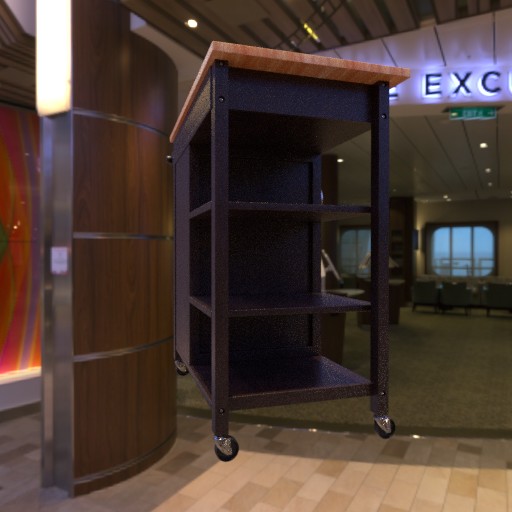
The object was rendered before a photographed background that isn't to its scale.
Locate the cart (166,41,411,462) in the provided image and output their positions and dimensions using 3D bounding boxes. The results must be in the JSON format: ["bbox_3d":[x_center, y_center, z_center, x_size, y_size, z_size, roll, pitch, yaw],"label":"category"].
[{"bbox_3d":[0.000,0.000,1.403,0.472,0.878,0.914,0,1,-17],"label":"cart"}]
